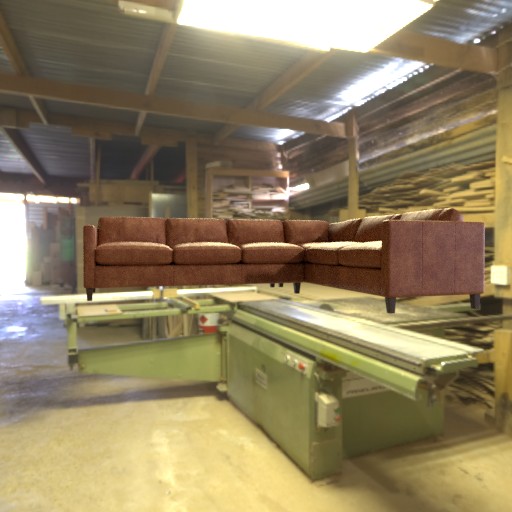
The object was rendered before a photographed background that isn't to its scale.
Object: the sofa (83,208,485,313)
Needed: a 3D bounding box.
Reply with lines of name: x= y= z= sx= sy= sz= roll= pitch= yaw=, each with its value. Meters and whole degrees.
sofa: x=0.000 y=0.000 z=4.274 sx=3.167 sy=0.838 sz=2.438 roll=0 pitch=1 yaw=-18
